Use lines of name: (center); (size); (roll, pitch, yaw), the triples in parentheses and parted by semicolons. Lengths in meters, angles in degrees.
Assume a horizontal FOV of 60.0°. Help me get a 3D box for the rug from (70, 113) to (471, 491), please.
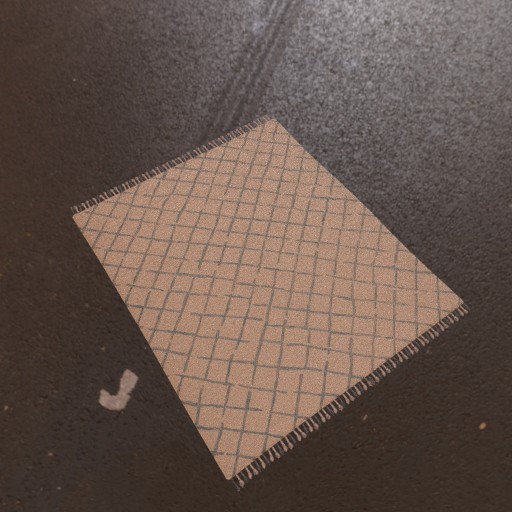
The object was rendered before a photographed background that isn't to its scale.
rug: (0.000, 0.000, 4.850); (2.892, 0.036, 3.585); (-31, 63, -17)
